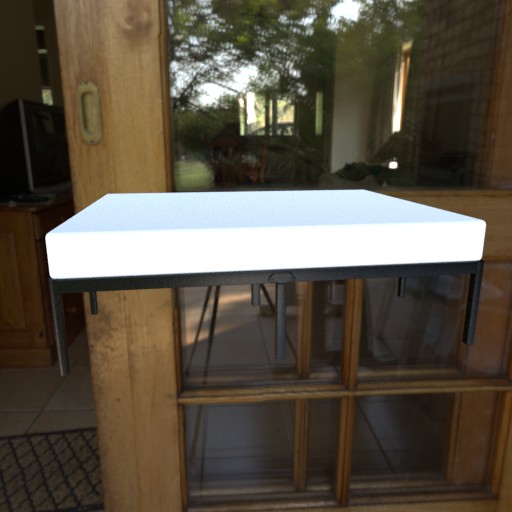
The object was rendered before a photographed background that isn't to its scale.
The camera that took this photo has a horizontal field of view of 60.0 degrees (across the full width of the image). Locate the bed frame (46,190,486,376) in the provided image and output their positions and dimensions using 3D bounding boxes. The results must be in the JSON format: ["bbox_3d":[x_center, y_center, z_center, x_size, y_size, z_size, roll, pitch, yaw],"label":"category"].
[{"bbox_3d":[0.000,0.000,2.815,2.072,0.659,1.557,-2,14,-9],"label":"bed frame"}]
